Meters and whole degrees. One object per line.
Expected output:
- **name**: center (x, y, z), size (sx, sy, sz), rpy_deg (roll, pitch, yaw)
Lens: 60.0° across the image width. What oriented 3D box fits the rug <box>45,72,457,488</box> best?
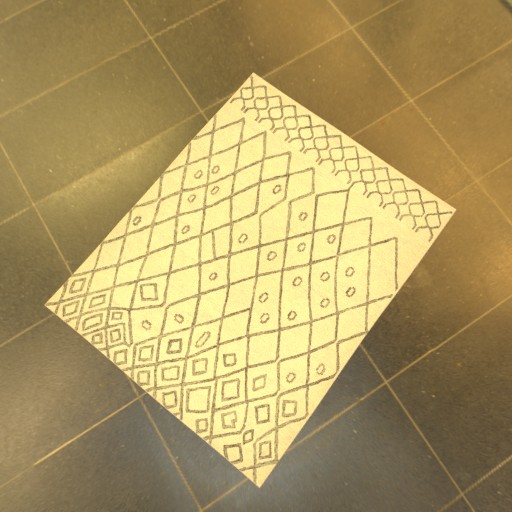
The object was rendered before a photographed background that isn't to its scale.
- **rug**: center (0.000, 0.000, 4.086), size (2.446, 0.015, 3.046), rpy_deg (37, 79, 9)
